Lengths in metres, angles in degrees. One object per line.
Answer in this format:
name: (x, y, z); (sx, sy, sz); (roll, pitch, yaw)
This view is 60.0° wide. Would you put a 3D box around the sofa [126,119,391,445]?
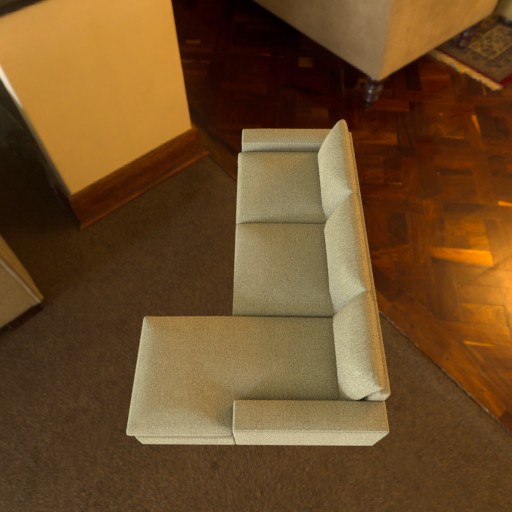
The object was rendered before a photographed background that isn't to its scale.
sofa: (0.000, 0.000, 3.567); (1.689, 0.813, 2.718); (0, 58, 0)
